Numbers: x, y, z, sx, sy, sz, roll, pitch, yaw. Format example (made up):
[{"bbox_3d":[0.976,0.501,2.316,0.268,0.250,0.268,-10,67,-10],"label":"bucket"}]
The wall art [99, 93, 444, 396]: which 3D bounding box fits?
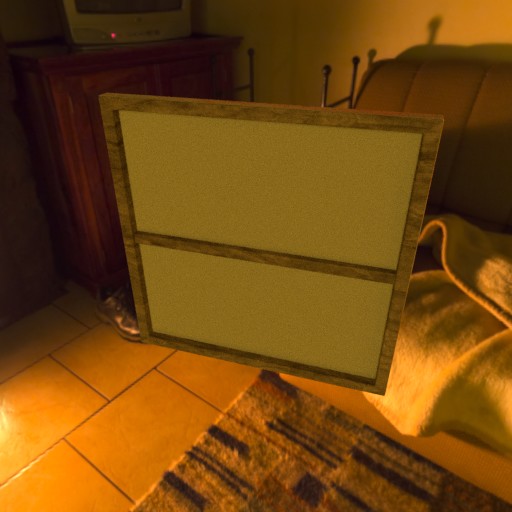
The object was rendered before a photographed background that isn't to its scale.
[{"bbox_3d":[0.000,0.000,1.127,0.747,0.747,0.035,9,32,14],"label":"wall art"}]
